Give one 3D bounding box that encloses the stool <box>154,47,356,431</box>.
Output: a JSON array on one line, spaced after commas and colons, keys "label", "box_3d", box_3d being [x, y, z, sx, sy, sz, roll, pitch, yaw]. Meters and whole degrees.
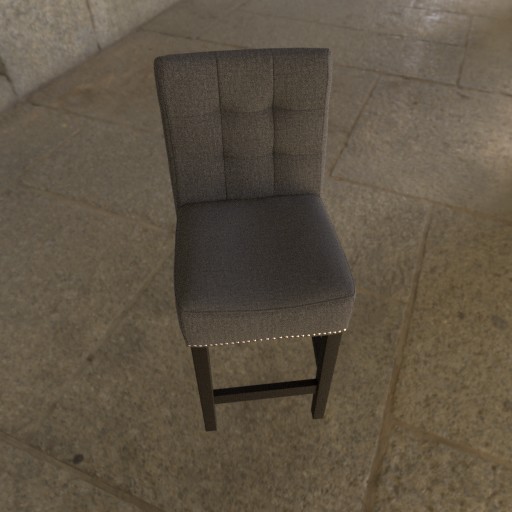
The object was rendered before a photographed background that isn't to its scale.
[{"label": "stool", "box_3d": [0.000, 0.000, 1.195, 0.427, 0.885, 0.571, -5, 48, -4]}]
